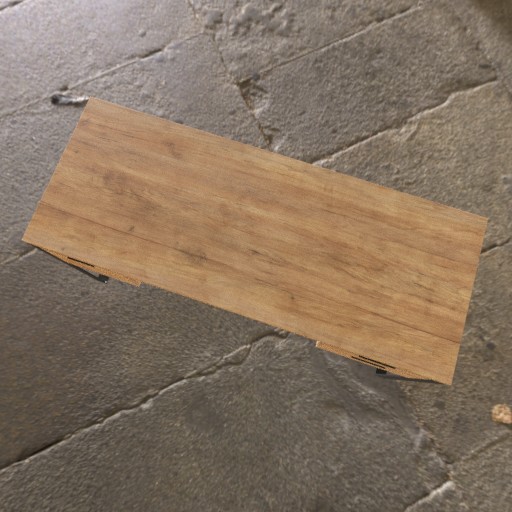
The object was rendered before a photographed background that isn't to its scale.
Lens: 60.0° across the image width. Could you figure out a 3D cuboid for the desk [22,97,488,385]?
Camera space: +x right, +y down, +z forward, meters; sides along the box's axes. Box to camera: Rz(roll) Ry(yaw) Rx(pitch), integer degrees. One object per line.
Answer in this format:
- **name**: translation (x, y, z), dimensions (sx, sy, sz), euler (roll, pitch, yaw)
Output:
- **desk**: translation (0.000, 0.000, 1.917), dimensions (1.520, 0.760, 0.600), euler (18, 77, 4)
